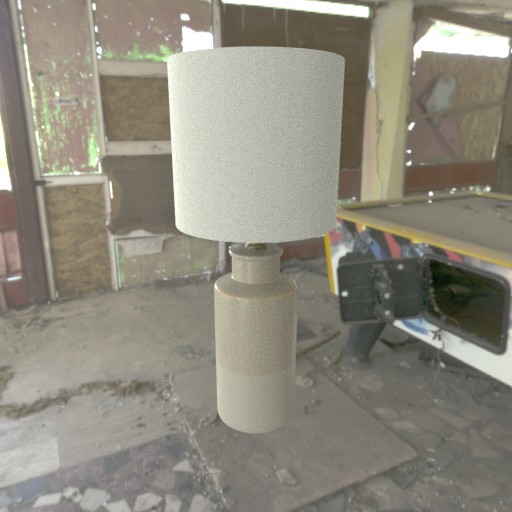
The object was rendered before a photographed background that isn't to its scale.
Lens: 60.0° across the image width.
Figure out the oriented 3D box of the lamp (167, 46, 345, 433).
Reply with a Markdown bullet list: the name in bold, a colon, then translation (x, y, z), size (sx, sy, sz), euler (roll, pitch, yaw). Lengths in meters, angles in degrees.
- **lamp**: translation (0.000, 0.000, 0.608), size (0.212, 0.493, 0.212), euler (3, 17, 9)
